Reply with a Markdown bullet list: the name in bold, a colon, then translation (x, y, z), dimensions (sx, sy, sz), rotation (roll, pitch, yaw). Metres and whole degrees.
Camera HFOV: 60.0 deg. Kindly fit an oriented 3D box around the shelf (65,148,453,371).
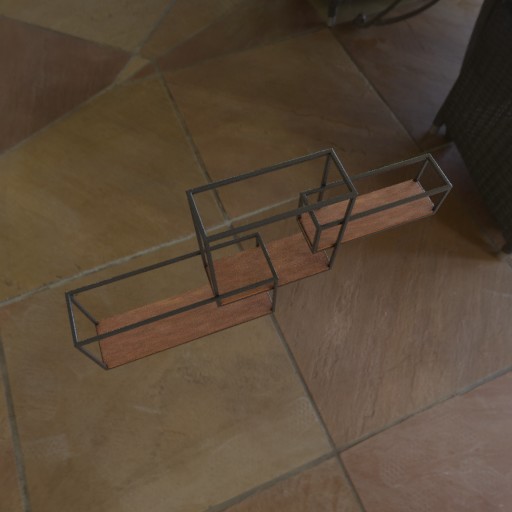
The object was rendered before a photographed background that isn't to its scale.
- **shelf**: translation (0.000, 0.000, 2.099), dimensions (1.781, 0.972, 0.275), rotation (-18, 64, -9)
